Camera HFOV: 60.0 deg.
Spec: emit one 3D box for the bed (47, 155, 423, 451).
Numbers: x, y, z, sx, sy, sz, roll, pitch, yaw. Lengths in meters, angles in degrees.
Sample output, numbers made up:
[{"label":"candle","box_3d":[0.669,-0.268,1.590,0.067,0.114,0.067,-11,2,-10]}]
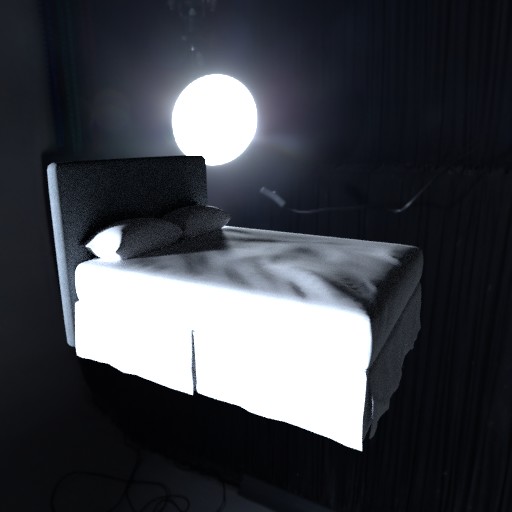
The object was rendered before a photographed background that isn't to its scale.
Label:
[{"label":"bed","box_3d":[0.000,0.000,3.140,2.142,1.330,1.713,8,17,27]}]
